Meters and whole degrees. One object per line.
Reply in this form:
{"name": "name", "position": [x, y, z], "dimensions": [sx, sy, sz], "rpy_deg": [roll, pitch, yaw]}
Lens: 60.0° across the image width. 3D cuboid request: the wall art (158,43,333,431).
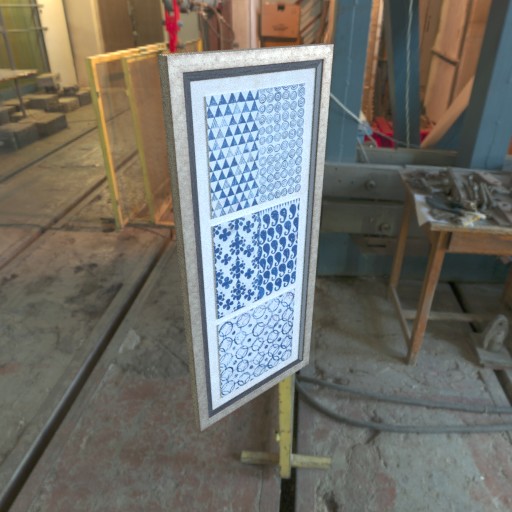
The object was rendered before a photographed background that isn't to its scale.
{"name": "wall art", "position": [0.000, 0.000, 1.720], "dimensions": [0.648, 1.461, 0.051], "rpy_deg": [-22, 36, -33]}
